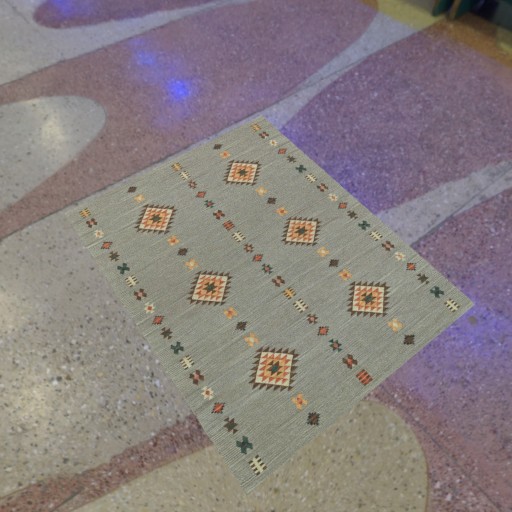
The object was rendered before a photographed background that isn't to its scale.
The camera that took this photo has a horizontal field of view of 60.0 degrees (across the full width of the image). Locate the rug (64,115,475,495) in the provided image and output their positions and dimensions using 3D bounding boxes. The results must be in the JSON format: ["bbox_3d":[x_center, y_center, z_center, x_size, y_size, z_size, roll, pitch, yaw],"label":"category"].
[{"bbox_3d":[0.000,0.000,4.067,2.425,0.008,3.035,-32,62,-19],"label":"rug"}]
